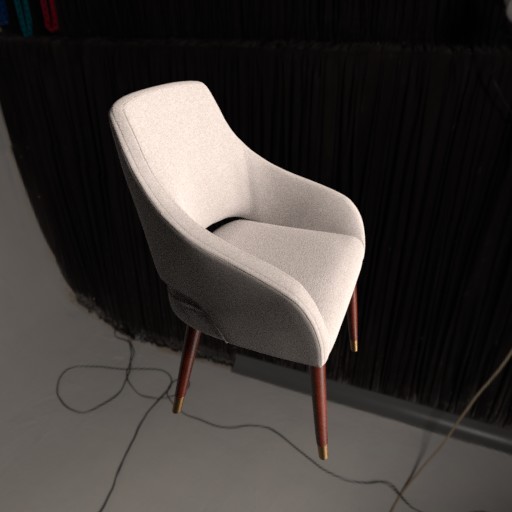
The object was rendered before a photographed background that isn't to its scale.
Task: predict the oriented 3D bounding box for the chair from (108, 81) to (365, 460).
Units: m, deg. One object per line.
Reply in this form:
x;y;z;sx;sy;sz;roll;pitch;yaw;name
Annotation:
0.000;0.000;1.277;0.600;0.889;0.609;11;31;18;chair
